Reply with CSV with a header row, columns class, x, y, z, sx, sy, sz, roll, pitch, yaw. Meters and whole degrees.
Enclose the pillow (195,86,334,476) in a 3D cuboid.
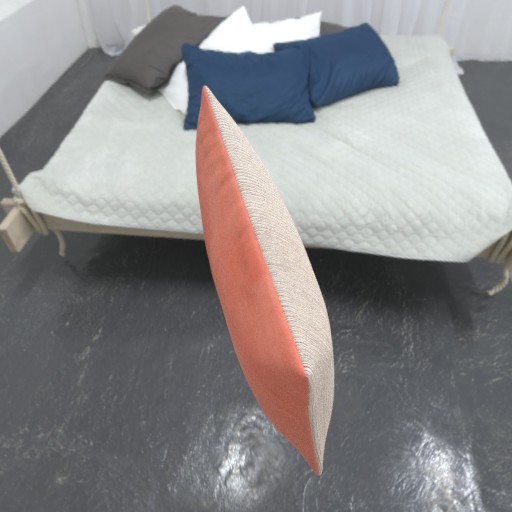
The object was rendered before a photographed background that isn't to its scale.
class,x,y,z,sx,sy,sz,roll,pitch,yaw
pillow,0.000,0.000,0.722,0.155,0.307,0.608,-10,47,-9
